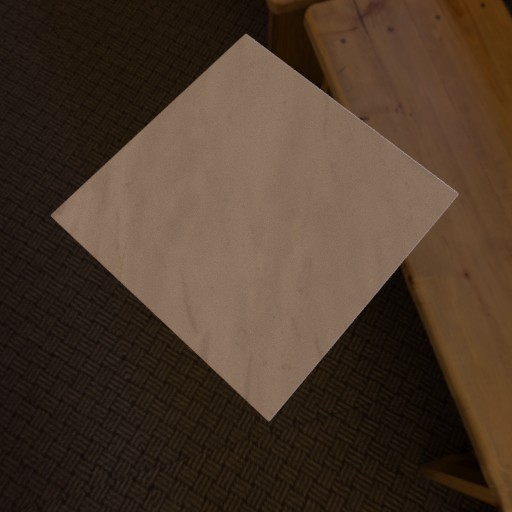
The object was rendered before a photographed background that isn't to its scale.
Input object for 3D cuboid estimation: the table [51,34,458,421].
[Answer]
[{"bbox_3d":[0.000,0.000,0.889,0.455,0.559,0.455,41,79,10],"label":"table"}]
